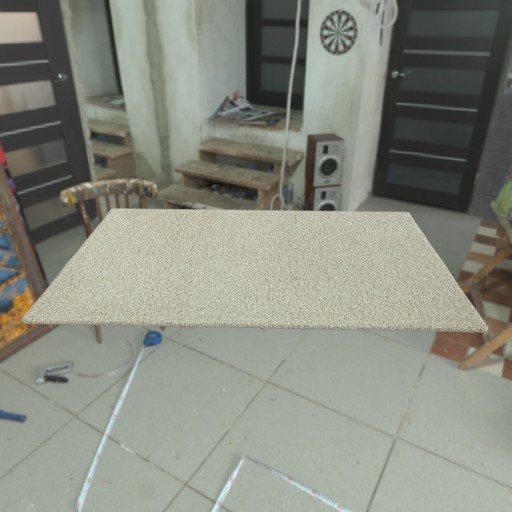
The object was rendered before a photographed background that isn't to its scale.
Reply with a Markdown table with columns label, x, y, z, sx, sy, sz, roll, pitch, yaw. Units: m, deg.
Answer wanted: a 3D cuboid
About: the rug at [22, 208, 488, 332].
| label | x | y | z | sx | sy | sz | roll | pitch | yaw |
| --- | --- | --- | --- | --- | --- | --- | --- | --- | --- |
| rug | 0.000 | 0.000 | 2.968 | 2.438 | 0.030 | 1.524 | 1 | 29 | 2 |
